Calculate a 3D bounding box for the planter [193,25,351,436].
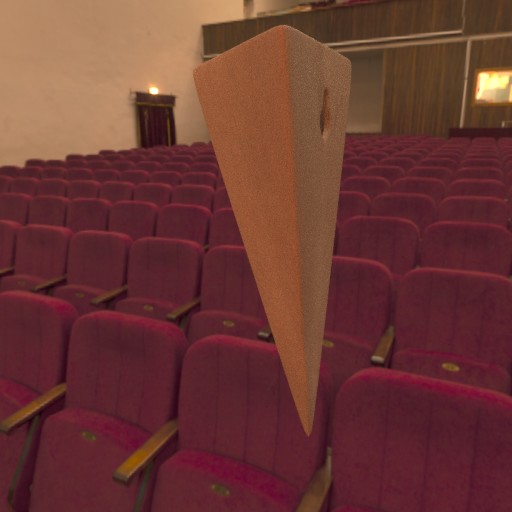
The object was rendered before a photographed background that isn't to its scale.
[{"bbox_3d":[0.000,0.000,0.265,0.081,0.224,0.101,7,17,26],"label":"planter"}]
